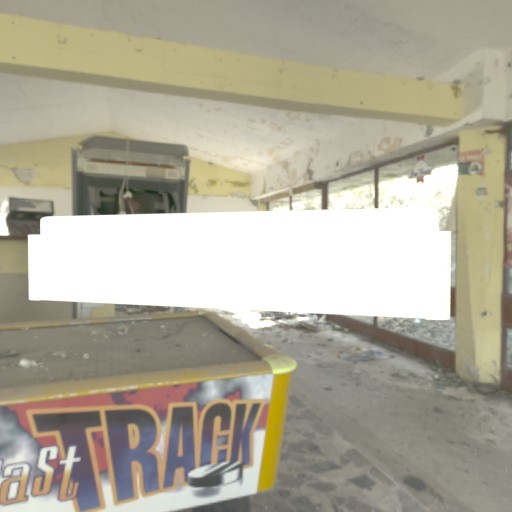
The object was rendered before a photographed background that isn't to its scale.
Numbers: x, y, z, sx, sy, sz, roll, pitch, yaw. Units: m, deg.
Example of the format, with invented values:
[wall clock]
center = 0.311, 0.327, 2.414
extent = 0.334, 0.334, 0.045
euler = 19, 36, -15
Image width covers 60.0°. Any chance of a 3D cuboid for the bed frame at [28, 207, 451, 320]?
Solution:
[bed frame]
center = 0.000, 0.000, 2.511
extent = 1.900, 0.406, 1.400
euler = 0, 2, 18
